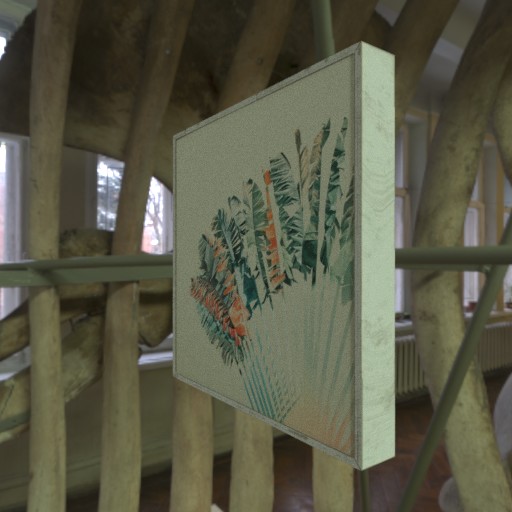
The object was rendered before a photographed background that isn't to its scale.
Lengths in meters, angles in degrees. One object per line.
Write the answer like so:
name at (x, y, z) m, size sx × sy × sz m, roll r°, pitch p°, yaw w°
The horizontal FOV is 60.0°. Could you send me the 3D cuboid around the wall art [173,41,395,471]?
wall art at (0.000, 0.000, 0.447) m, size 0.038 × 0.303 × 0.305 m, roll 0°, pitch 0°, yaw -36°
